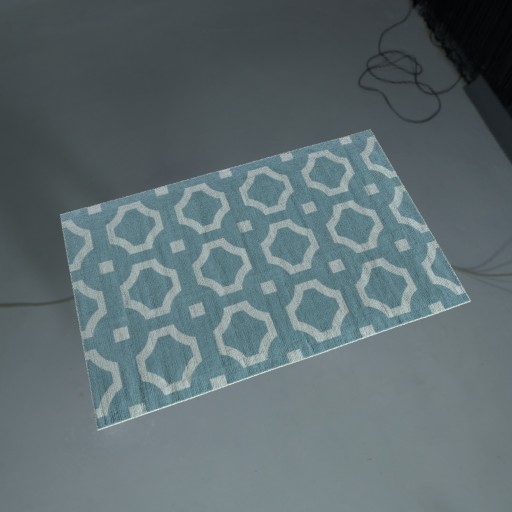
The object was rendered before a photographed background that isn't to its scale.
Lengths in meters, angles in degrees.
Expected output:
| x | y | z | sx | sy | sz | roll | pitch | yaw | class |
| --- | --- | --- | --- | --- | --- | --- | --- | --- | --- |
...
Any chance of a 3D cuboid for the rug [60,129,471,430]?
| x | y | z | sx | sy | sz | roll | pitch | yaw | class |
| --- | --- | --- | --- | --- | --- | --- | --- | --- | --- |
| 0.000 | 0.000 | 3.029 | 2.443 | 0.015 | 1.528 | -17 | 65 | -8 | rug |
